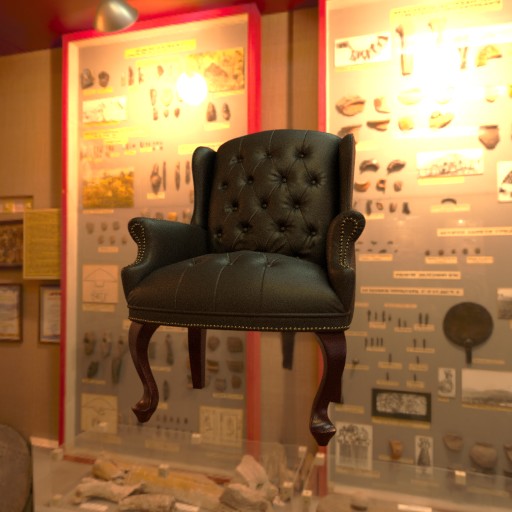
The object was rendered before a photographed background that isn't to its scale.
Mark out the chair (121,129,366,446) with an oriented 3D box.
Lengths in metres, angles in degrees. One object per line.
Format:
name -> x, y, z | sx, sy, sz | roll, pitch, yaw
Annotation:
chair -> 0.000, 0.000, 1.682 | 0.838, 1.111, 0.762 | 0, 0, 18
